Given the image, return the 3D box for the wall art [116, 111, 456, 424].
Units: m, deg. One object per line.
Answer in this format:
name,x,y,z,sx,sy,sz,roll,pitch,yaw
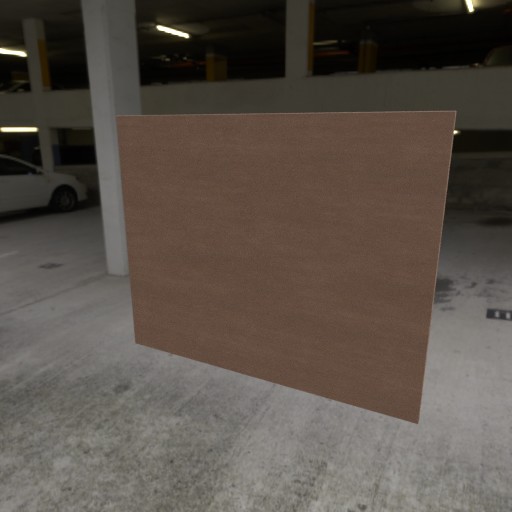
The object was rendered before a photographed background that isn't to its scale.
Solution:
wall art,0.000,0.000,0.668,0.508,0.408,0.012,8,18,27
